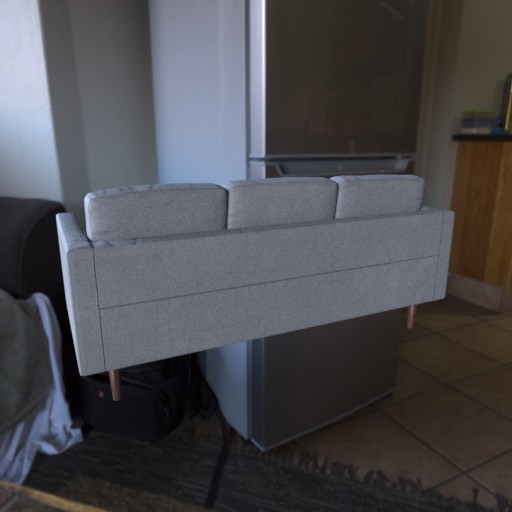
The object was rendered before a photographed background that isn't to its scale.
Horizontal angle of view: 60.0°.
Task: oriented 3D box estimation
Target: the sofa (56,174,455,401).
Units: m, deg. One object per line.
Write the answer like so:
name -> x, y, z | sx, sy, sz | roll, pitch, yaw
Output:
sofa -> 0.000, 0.000, 2.493 | 1.983, 0.918, 0.944 | -7, 17, -25
